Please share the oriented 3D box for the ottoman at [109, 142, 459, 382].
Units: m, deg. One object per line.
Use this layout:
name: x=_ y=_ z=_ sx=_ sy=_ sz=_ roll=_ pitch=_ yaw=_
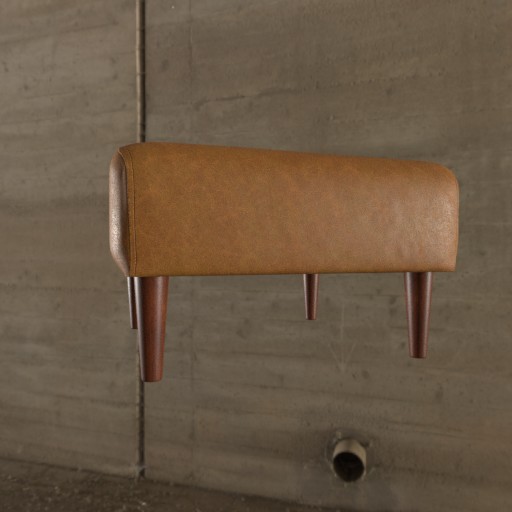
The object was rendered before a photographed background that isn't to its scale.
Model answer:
ottoman: x=0.000 y=0.000 z=1.044 sx=0.650 sy=0.399 sz=0.650 roll=0 pitch=1 yaw=-18
